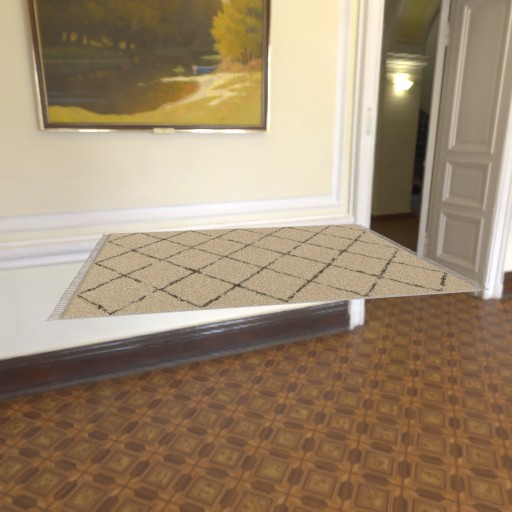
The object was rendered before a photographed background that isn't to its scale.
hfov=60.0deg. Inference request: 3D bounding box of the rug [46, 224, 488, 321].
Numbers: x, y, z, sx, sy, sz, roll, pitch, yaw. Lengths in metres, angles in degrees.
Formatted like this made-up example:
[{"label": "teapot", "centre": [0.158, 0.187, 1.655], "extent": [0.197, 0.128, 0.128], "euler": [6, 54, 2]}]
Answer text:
[{"label": "rug", "centre": [0.000, 0.000, 4.098], "extent": [3.051, 0.013, 2.380], "euler": [-3, 16, -10]}]
